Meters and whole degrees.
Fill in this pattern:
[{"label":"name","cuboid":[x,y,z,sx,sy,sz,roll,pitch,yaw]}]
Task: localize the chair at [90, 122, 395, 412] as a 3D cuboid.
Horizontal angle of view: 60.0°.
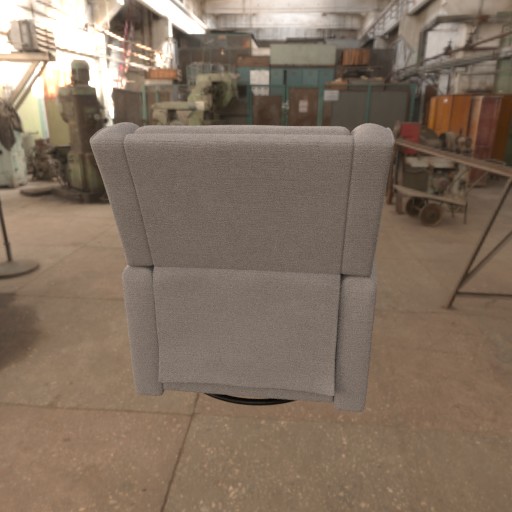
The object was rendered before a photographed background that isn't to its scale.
[{"label":"chair","cuboid":[0.000,0.000,1.649,0.906,0.966,0.854,2,19,7]}]
